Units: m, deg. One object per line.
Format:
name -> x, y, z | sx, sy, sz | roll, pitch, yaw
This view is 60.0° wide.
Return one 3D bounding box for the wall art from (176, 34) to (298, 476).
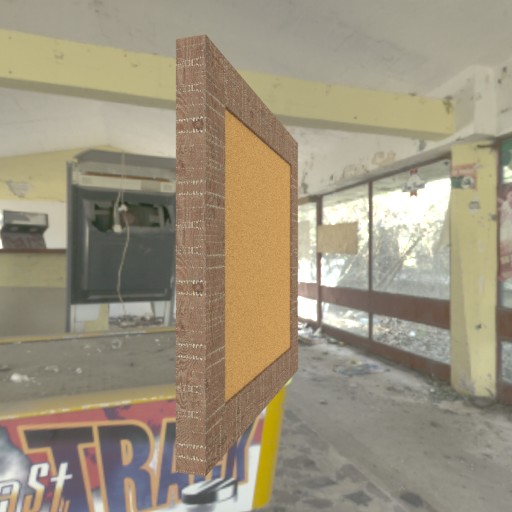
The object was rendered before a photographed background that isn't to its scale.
wall art -> 0.000, 0.000, 0.791 | 0.040, 0.531, 0.531 | 0, 0, 17
